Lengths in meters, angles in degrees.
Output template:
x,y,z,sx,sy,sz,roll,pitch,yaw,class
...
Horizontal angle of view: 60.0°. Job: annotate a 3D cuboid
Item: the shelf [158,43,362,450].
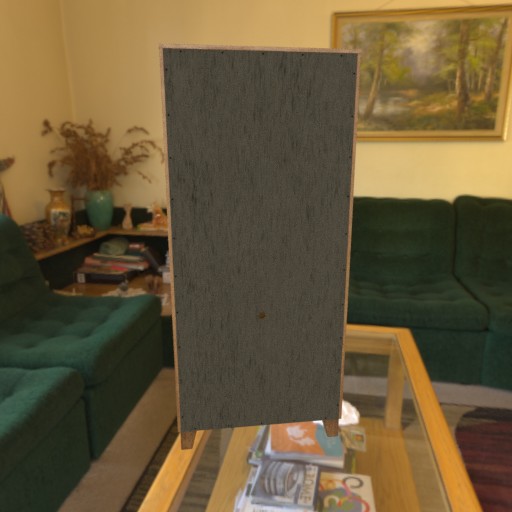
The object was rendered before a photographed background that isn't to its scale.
x,y,z,sx,sy,sz,roll,pitch,yaw,class
0.000,0.000,2.317,0.864,1.930,0.453,-2,14,-7,shelf
